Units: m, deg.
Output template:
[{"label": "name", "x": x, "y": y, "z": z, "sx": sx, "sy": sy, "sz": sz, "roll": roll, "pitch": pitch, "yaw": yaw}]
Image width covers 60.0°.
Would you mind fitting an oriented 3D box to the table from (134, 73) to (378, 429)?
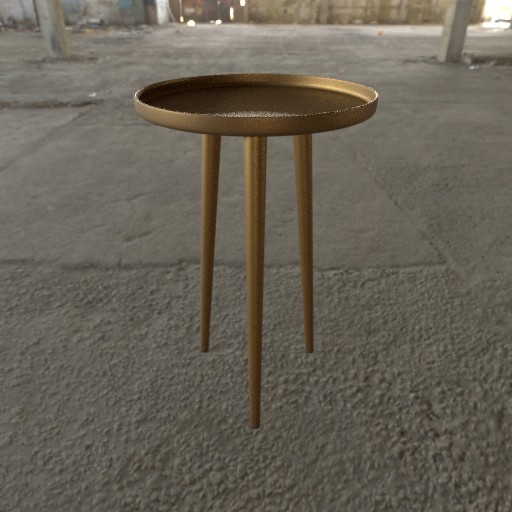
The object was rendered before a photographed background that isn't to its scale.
[{"label": "table", "x": 0.000, "y": 0.000, "z": 0.676, "sx": 0.299, "sy": 0.480, "sz": 0.299, "roll": -1, "pitch": 30, "yaw": -2}]
